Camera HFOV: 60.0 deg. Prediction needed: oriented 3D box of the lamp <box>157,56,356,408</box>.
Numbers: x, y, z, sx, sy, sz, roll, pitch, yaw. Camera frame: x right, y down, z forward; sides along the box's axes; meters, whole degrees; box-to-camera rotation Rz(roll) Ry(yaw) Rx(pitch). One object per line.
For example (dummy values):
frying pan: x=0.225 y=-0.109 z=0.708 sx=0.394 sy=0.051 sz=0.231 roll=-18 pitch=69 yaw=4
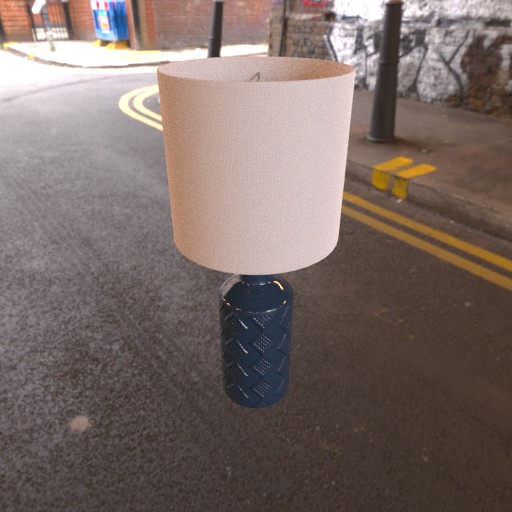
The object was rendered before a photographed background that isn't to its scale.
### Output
lamp: x=0.000 y=0.000 z=0.583 sx=0.207 sy=0.461 sz=0.207 roll=1 pitch=30 yaw=2
